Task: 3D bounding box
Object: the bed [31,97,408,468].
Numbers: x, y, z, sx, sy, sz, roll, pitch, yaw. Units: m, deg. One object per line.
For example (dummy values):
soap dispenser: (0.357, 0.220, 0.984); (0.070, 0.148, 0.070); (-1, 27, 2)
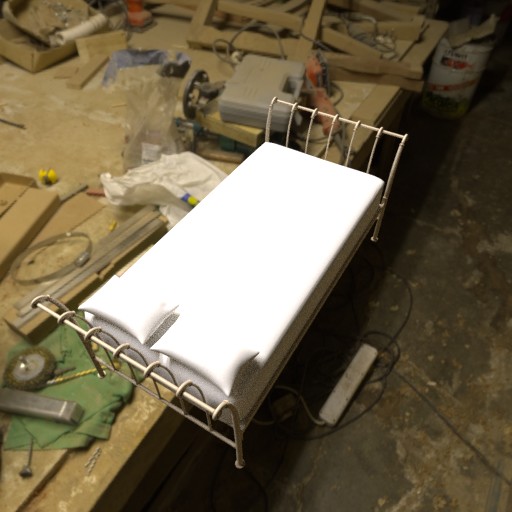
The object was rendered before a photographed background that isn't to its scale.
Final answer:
bed: (0.000, 0.000, 2.745); (1.032, 0.873, 2.228); (24, 51, 21)
